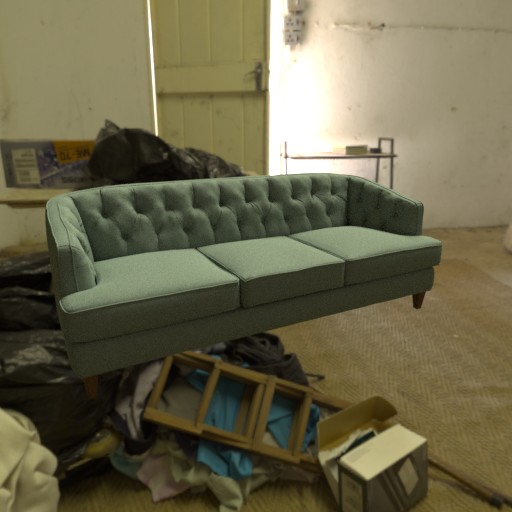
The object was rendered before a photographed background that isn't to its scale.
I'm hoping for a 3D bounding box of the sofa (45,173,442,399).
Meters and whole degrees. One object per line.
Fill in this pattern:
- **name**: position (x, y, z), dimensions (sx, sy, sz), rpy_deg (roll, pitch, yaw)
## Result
- **sofa**: position (0.000, 0.000, 2.693), dimensions (2.278, 0.855, 0.941), rpy_deg (-9, 19, -27)
